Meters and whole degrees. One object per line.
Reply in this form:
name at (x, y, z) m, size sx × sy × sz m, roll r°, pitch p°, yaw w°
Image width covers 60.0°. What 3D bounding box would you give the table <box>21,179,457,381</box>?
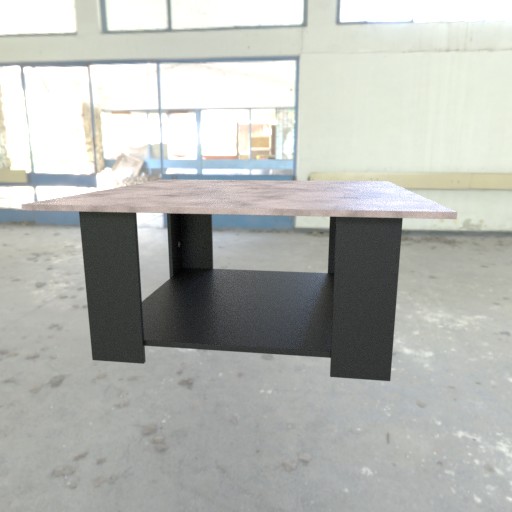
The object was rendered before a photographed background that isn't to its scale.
table at (0.000, 0.000, 1.026) m, size 0.670 × 0.305 × 0.670 m, roll 2°, pitch 13°, yaw 8°
